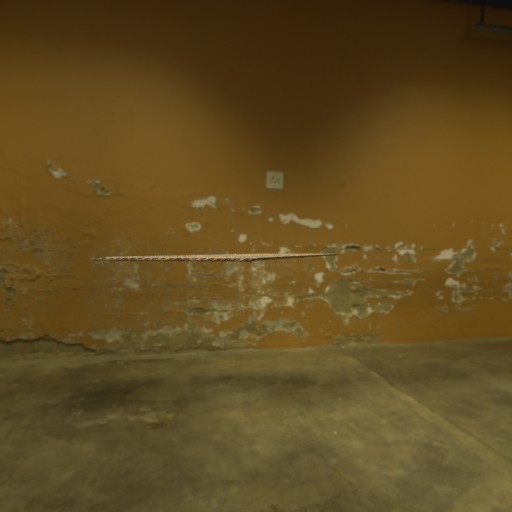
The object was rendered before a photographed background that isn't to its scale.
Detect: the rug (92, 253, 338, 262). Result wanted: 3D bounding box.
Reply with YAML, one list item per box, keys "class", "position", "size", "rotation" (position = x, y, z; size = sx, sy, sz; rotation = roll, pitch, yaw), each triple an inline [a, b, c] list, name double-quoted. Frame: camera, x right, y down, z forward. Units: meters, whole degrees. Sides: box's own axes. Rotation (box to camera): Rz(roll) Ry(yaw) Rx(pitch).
- class: "rug"
  position: [0.000, 0.000, 2.853]
  size: [1.324, 0.018, 2.378]
  rotation: [1, 1, 35]
